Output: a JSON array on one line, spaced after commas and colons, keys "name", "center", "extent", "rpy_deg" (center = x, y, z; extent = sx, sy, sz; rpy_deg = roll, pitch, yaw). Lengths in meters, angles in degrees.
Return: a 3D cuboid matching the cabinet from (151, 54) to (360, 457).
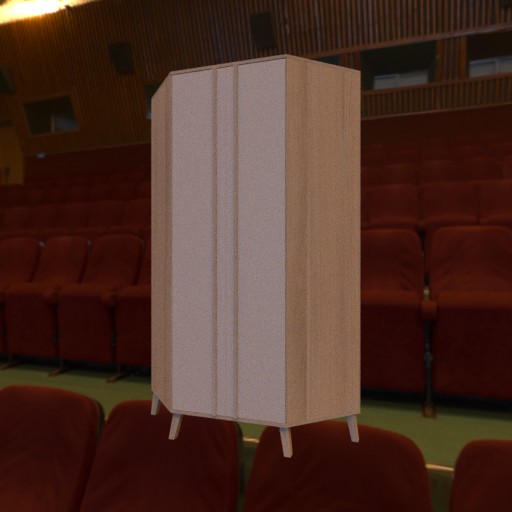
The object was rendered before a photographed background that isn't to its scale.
[{"name": "cabinet", "center": [0.000, 0.000, 2.696], "extent": [1.272, 1.957, 0.969], "rpy_deg": [0, 0, 19]}]
